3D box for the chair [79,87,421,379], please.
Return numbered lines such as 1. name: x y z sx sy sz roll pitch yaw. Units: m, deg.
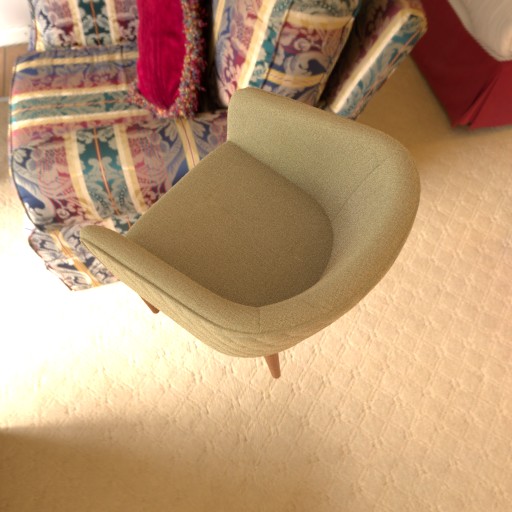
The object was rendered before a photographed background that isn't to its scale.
1. chair: 0.000 0.000 1.195 0.616 0.775 0.584 36 70 16
